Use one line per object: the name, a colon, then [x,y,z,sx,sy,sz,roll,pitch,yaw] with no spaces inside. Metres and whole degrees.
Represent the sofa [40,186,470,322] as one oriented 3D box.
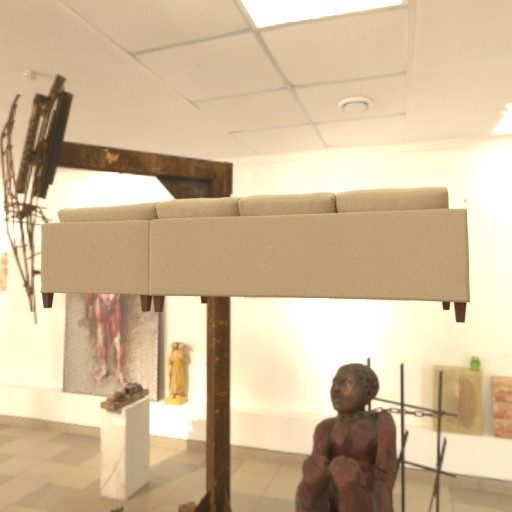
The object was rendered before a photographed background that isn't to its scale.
sofa: [0.000,0.000,3.878,3.186,0.861,1.625,0,-2,18]
